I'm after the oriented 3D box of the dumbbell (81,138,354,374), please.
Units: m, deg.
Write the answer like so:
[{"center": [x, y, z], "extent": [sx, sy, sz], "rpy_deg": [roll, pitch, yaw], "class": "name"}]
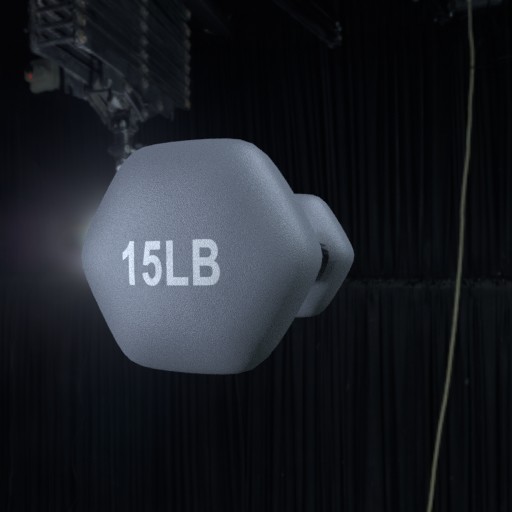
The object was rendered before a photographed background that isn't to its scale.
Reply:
[{"center": [0.000, 0.000, 0.298], "extent": [0.116, 0.105, 0.240], "rpy_deg": [0, 0, 17], "class": "dumbbell"}]
